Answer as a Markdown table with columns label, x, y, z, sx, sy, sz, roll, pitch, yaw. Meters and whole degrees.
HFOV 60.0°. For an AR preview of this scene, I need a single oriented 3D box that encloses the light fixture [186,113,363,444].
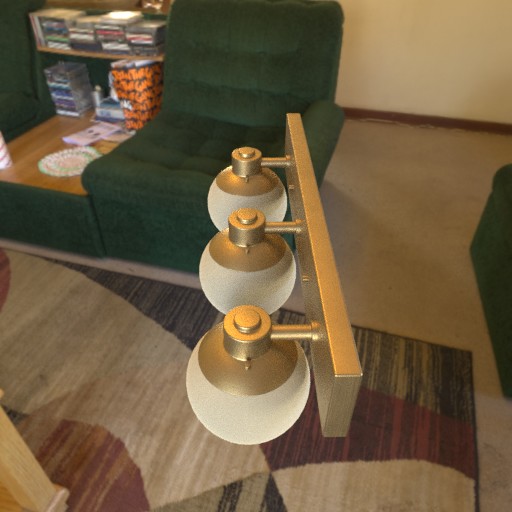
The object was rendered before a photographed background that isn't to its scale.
| label | x | y | z | sx | sy | sz | roll | pitch | yaw |
| --- | --- | --- | --- | --- | --- | --- | --- | --- | --- |
| light fixture | 0.000 | 0.000 | 0.836 | 0.218 | 0.263 | 0.721 | -1 | 40 | -1 |
